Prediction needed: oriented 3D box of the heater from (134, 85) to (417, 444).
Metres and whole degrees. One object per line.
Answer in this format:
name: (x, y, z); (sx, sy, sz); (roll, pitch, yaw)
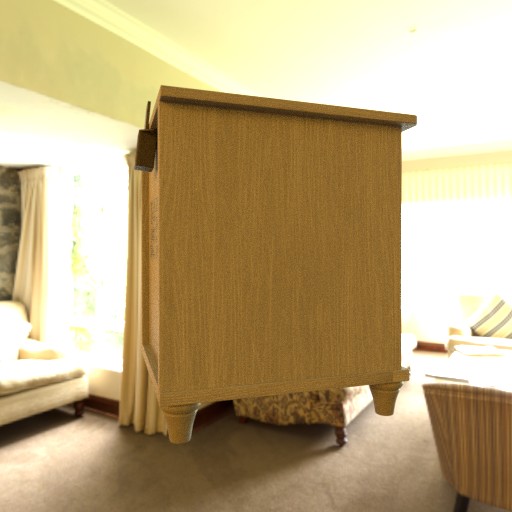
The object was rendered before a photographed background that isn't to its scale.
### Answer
heater: (0.000, 0.000, 0.758); (0.400, 0.481, 0.362); (0, 0, -18)
